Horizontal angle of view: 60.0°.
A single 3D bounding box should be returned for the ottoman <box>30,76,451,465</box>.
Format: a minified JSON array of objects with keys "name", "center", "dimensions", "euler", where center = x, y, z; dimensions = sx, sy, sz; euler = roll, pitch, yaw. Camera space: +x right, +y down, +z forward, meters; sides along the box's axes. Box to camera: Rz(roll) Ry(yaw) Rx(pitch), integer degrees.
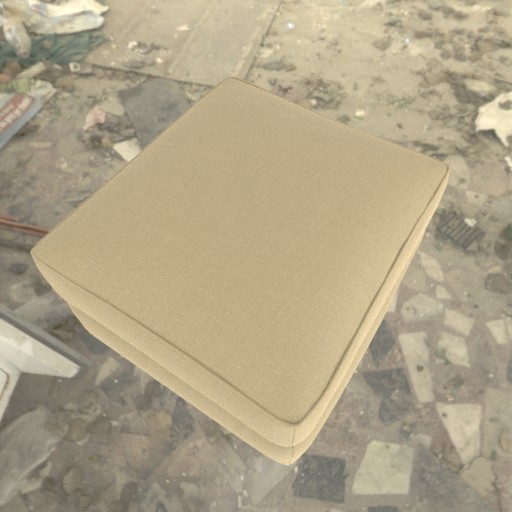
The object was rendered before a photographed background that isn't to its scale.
[{"name":"ottoman","center":[0.000,0.000,1.086],"dimensions":[0.662,0.505,0.716],"euler":[29,61,18]}]
